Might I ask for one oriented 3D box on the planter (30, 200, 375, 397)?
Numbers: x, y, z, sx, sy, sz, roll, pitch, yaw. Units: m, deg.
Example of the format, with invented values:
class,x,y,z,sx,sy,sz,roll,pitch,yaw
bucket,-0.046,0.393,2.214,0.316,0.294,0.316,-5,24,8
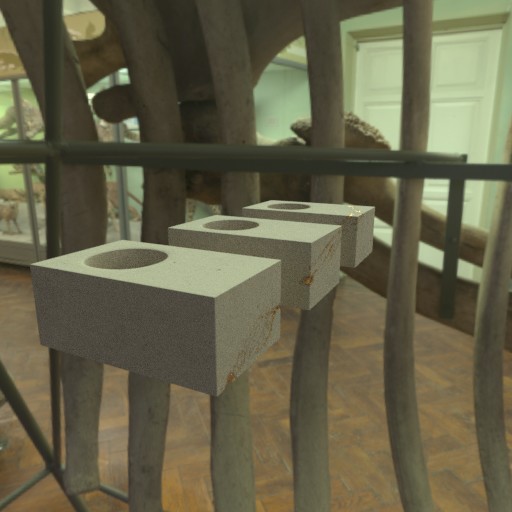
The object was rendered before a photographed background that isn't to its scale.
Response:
class,x,y,z,sx,sy,sz,roll,pitch,yaw
planter,0.000,0.000,0.380,0.127,0.051,0.333,7,16,26
